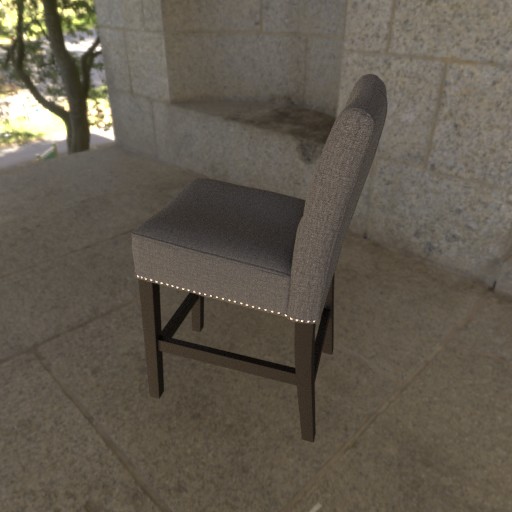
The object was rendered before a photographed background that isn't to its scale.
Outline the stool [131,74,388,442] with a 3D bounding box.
[{"bbox_3d":[0.000,0.000,1.194,0.571,0.885,0.427,8,31,14],"label":"stool"}]
